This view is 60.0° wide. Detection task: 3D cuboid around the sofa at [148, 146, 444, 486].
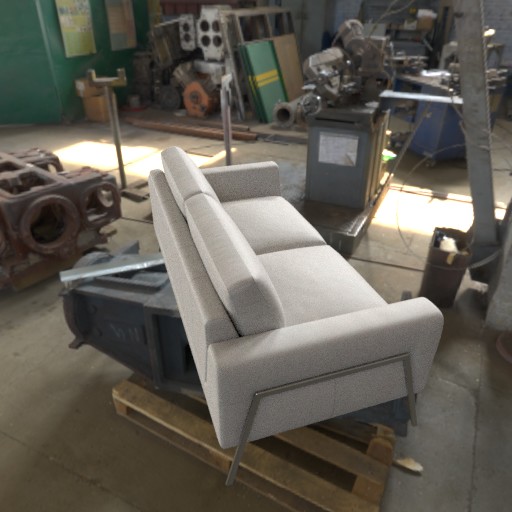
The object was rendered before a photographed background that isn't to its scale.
[{"bbox_3d":[0.000,0.000,2.538,0.953,0.875,2.017,-10,32,-16],"label":"sofa"}]
